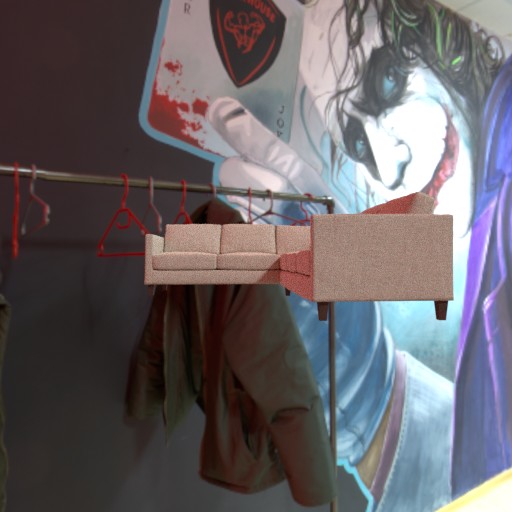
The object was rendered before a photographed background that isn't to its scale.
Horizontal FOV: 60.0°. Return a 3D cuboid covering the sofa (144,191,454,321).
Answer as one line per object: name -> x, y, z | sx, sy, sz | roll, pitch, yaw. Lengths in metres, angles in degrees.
sofa -> 0.000, 0.000, 4.367 | 2.432, 0.863, 3.182 | 0, -1, -2
